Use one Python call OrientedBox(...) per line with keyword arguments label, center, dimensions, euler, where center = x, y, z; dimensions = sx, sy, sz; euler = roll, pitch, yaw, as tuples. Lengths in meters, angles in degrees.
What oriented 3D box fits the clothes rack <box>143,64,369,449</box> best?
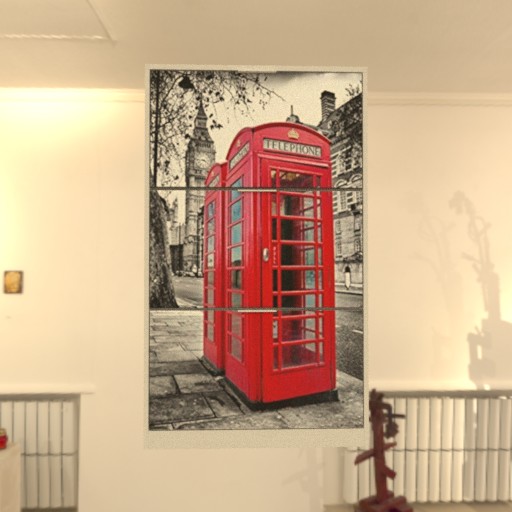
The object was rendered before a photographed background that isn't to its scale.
OrientedBox(label="clothes rack", center=(0.000, 0.000, 1.594), dimensions=(0.750, 1.280, 0.250), euler=(0, -1, -2))
